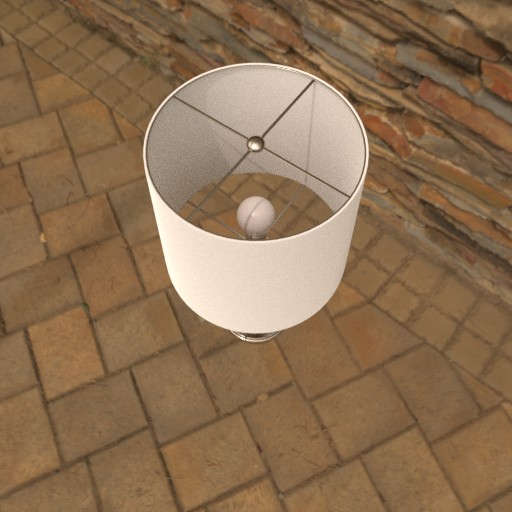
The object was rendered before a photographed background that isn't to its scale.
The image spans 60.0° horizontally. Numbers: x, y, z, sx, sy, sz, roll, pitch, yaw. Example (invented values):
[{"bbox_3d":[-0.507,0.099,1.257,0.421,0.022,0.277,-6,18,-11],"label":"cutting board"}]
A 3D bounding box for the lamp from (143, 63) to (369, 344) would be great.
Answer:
[{"bbox_3d":[0.000,0.000,0.784,0.303,0.618,0.303,0,65,0],"label":"lamp"}]
